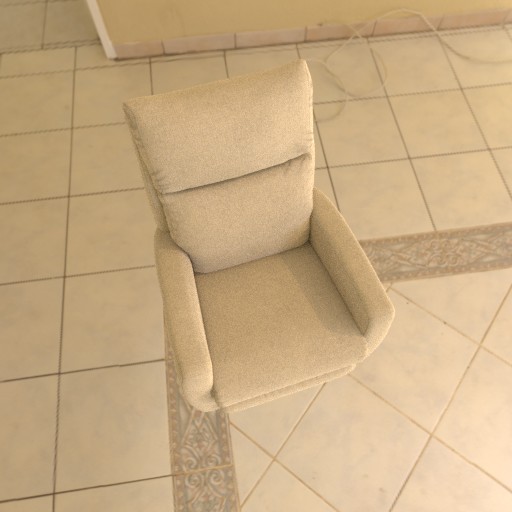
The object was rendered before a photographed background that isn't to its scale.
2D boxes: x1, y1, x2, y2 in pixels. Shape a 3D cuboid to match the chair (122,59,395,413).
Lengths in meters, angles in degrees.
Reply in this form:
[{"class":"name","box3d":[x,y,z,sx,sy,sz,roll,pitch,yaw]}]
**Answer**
[{"class":"chair","box3d":[0.000,0.000,1.671,0.794,1.021,0.940,-16,66,-7]}]
